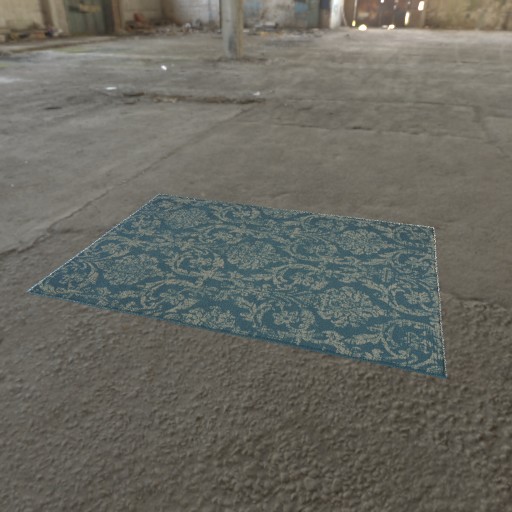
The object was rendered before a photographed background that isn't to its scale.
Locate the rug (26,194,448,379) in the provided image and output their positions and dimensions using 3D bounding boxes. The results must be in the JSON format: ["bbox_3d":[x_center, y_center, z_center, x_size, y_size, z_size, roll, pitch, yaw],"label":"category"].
[{"bbox_3d":[0.000,0.000,2.831,2.205,0.012,1.554,9,31,15],"label":"rug"}]
